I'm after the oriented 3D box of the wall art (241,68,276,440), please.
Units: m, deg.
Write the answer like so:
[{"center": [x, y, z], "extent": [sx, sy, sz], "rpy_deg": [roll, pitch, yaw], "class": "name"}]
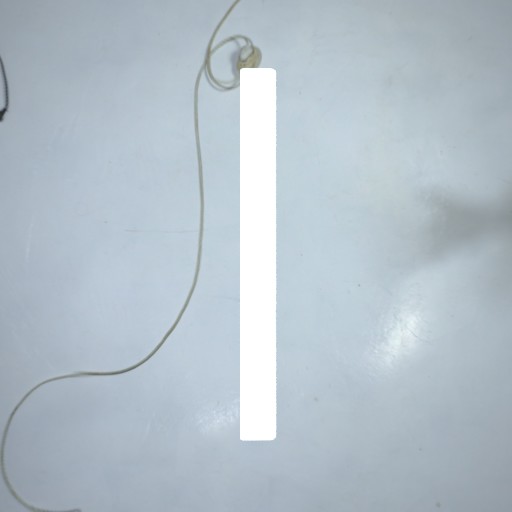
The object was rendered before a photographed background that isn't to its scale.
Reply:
[{"center": [0.000, 0.000, 0.781], "extent": [0.038, 0.610, 0.401], "rpy_deg": [0, 90, 0], "class": "wall art"}]
